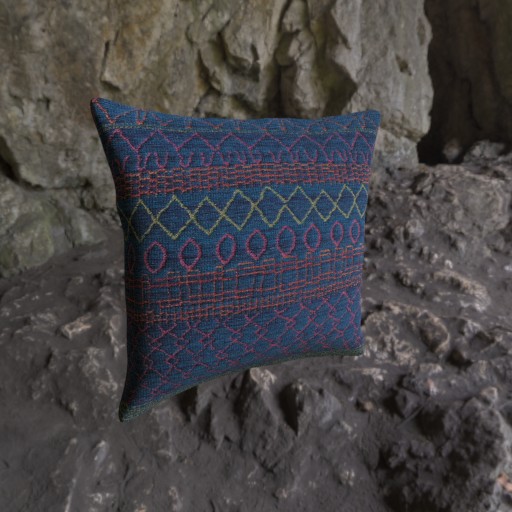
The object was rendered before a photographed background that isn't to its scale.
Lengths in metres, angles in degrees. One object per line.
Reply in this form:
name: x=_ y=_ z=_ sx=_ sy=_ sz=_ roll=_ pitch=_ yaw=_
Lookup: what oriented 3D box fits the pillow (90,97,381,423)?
pillow: x=0.000 y=0.000 z=0.657 sx=0.431 sy=0.431 sz=0.141 roll=-8 pitch=18 yaw=-26
